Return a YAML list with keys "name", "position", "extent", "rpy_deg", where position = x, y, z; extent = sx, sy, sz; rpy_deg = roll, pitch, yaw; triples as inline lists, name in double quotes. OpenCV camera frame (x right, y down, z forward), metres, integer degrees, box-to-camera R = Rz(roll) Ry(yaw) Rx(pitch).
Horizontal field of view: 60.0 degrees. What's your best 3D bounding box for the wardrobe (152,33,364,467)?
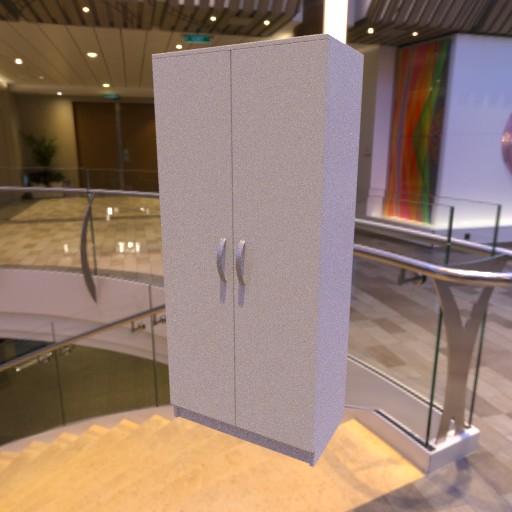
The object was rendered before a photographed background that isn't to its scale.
- name: "wardrobe"
  position: [0.000, 0.000, 2.018]
  extent: [0.760, 1.700, 0.470]
  rpy_deg: [8, 16, 28]
